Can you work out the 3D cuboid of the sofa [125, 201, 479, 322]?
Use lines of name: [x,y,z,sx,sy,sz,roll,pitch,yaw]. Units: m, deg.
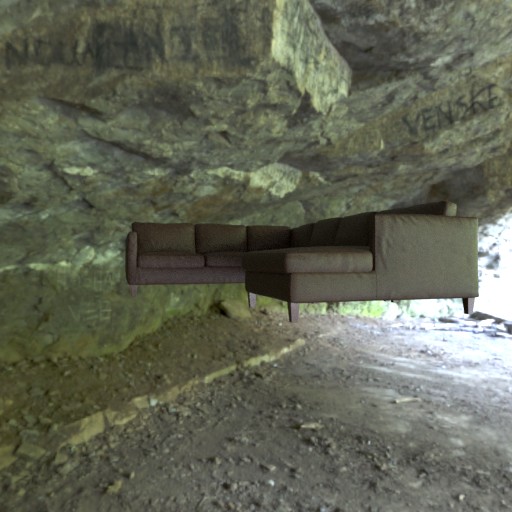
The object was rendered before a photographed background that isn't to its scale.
sofa: [0.000,0.000,4.660,2.593,0.923,3.460,0,0,-17]
